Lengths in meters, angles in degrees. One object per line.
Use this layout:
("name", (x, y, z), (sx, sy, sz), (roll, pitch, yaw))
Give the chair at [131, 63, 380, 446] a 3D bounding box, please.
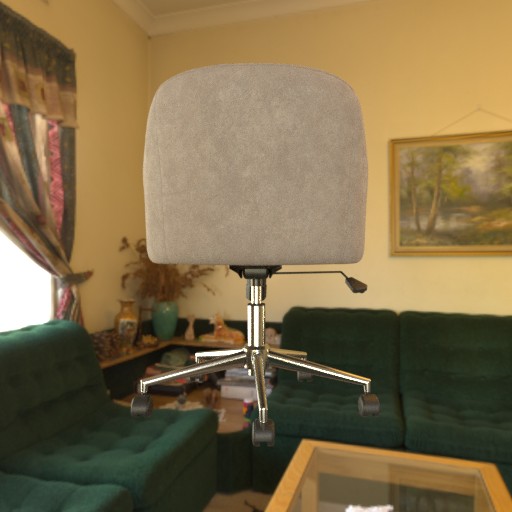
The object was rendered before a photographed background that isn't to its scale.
("chair", (0.000, 0.000, 1.227), (0.635, 0.831, 0.573), (0, 0, 0))
